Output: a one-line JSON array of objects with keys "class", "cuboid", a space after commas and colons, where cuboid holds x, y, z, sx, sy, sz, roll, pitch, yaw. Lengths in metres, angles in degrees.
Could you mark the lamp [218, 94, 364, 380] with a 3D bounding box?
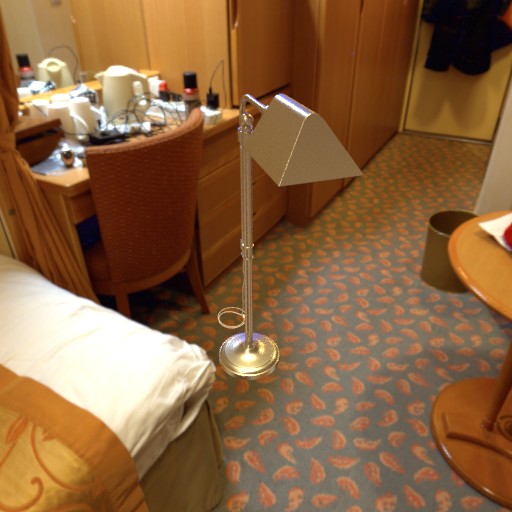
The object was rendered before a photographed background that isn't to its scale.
[{"class": "lamp", "cuboid": [0.000, 0.000, 0.938, 0.159, 0.708, 0.546, -10, 34, -15]}]
